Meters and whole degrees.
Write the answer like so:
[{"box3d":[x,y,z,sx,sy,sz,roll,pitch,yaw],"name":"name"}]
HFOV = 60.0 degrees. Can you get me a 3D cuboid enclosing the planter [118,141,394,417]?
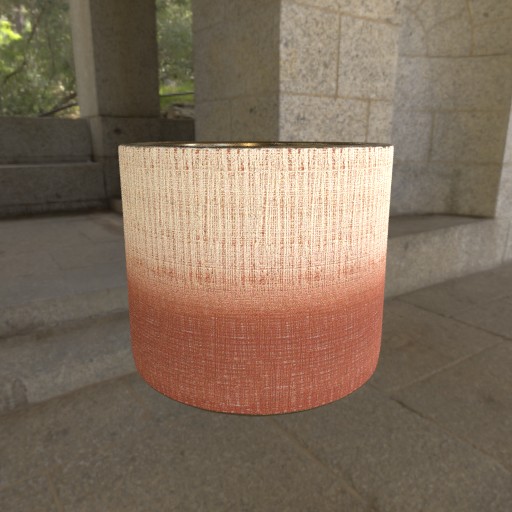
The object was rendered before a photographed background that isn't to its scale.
[{"box3d":[0.000,0.000,0.447,0.254,0.221,0.254,0,15,0],"name":"planter"}]
